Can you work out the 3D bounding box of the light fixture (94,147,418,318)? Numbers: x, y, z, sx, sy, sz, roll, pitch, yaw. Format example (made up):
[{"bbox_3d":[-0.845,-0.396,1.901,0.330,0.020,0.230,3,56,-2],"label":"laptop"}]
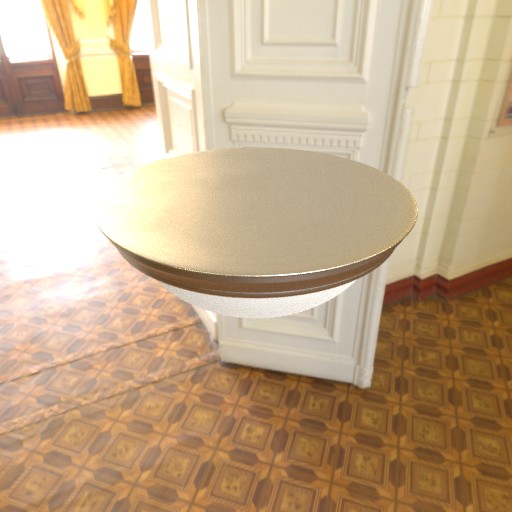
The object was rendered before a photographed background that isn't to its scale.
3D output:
[{"bbox_3d":[0.000,0.000,0.434,0.280,0.135,0.280,0,30,0],"label":"light fixture"}]
